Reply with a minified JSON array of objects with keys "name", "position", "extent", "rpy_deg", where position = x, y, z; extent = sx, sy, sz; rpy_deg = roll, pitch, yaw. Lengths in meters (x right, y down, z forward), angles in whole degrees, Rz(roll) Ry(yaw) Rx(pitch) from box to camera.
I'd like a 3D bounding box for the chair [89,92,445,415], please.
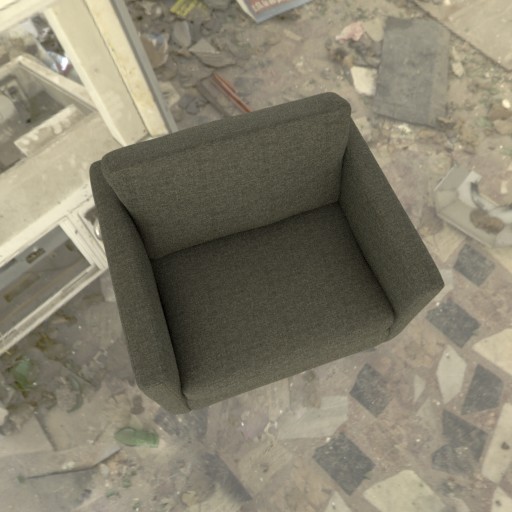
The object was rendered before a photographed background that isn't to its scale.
[{"name":"chair","position":[0.000,0.000,1.858],"extent":[1.107,0.963,0.959],"rpy_deg":[-17,65,-8]}]
